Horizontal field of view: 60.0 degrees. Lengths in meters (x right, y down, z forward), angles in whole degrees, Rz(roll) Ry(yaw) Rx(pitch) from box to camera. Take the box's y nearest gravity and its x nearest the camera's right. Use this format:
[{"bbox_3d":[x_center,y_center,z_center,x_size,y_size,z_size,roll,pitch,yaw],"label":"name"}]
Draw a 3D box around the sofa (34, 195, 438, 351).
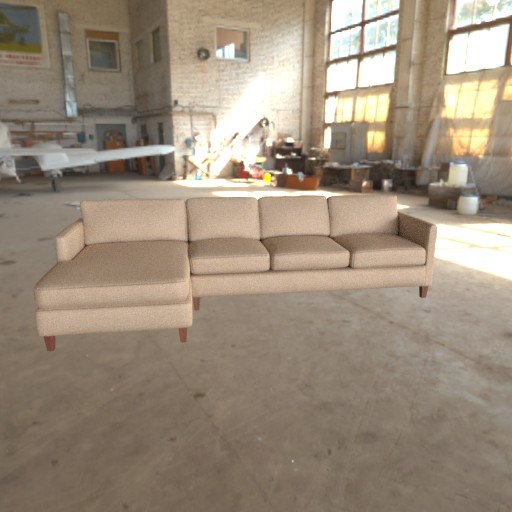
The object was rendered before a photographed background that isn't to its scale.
[{"bbox_3d":[0.000,0.000,3.771,3.201,0.876,1.502,-2,15,-8],"label":"sofa"}]
